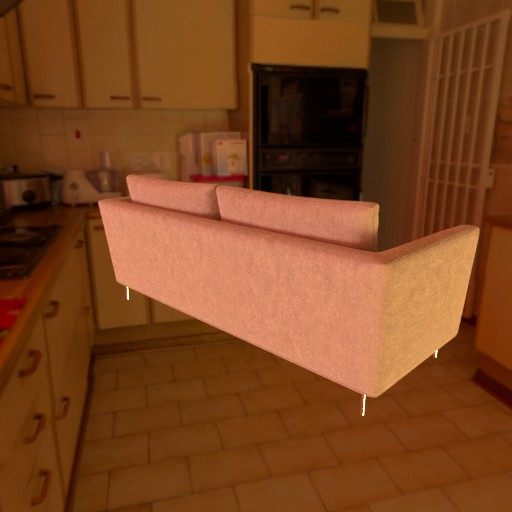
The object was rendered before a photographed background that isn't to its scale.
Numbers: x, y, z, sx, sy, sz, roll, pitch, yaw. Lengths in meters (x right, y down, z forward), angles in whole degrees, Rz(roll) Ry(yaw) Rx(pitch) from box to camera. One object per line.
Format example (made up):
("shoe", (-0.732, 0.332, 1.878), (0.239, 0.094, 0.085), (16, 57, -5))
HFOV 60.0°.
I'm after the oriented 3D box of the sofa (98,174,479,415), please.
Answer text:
("sofa", (0.000, 0.000, 2.563), (2.121, 0.864, 0.889), (15, 21, 43))
